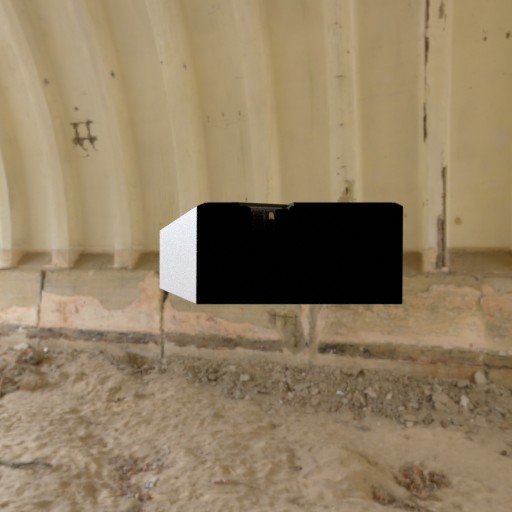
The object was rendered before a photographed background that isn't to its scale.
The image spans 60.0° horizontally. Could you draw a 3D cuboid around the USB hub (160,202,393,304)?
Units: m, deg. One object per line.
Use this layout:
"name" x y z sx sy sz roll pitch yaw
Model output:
"USB hub" 0.000 0.000 0.129 0.044 0.023 0.110 0 -1 -19
